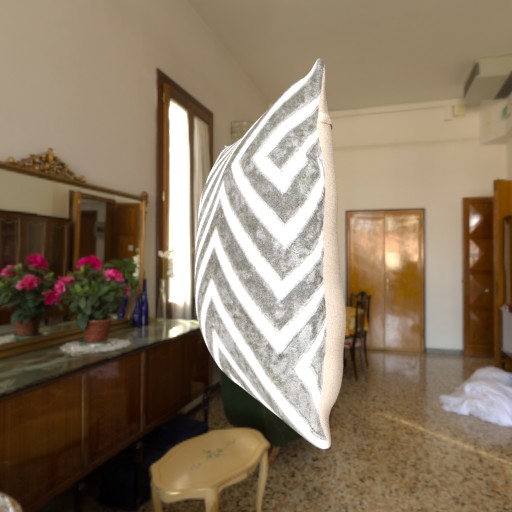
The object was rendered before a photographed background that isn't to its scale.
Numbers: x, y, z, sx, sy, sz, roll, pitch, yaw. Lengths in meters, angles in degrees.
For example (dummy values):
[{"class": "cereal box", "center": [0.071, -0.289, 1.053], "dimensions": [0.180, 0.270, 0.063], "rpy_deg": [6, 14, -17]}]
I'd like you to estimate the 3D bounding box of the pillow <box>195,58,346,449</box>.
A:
[{"class": "pillow", "center": [0.000, 0.000, 0.685], "dimensions": [0.182, 0.441, 0.440], "rpy_deg": [0, -1, -19]}]
